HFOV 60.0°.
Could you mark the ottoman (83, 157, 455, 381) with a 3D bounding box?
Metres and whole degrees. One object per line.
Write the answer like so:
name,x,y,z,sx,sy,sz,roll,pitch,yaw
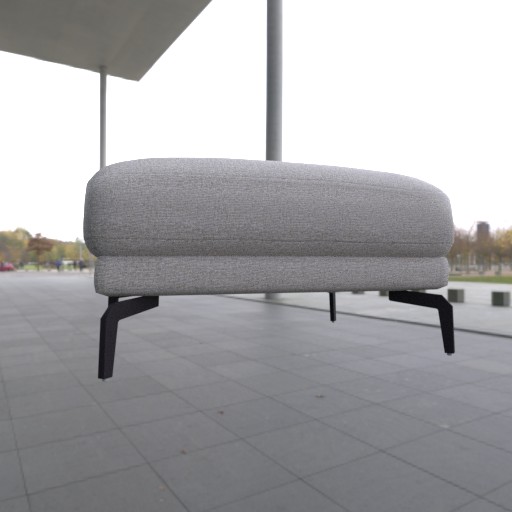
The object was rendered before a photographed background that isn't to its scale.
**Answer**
ottoman,0.000,0.000,1.091,0.772,0.420,0.568,0,-1,-17
